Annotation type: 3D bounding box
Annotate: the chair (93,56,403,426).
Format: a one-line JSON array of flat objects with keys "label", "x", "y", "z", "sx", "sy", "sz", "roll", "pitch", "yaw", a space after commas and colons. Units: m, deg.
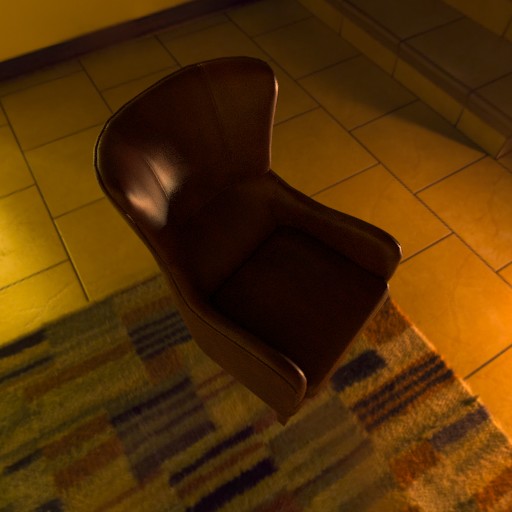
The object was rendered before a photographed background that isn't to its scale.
[{"label": "chair", "x": 0.000, "y": 0.000, "z": 1.632, "sx": 0.914, "sy": 1.048, "sz": 0.692, "roll": 34, "pitch": 63, "yaw": 20}]
